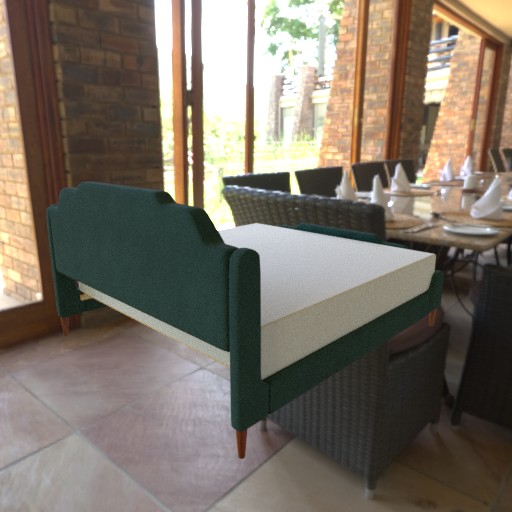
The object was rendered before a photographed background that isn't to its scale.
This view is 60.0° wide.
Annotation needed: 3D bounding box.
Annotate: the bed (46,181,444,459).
[{"bbox_3d":[0.000,0.000,3.468,2.074,1.245,2.340,14,20,43],"label":"bed"}]
